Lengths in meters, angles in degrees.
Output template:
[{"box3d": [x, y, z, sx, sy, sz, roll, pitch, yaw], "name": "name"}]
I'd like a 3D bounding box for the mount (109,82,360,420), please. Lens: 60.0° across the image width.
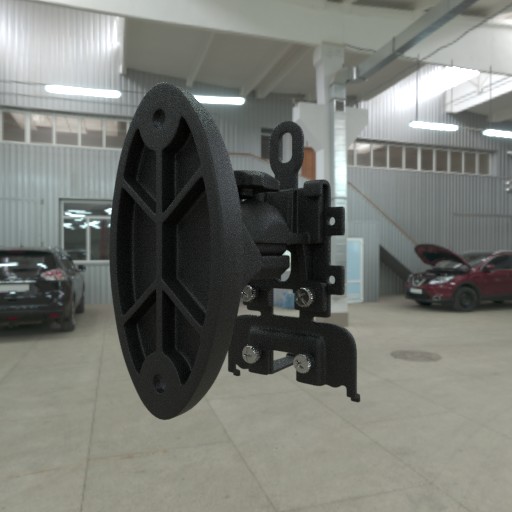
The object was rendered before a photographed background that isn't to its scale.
[{"box3d": [0.000, 0.000, 0.177, 0.066, 0.118, 0.100, 0, 1, 37], "name": "mount"}]
